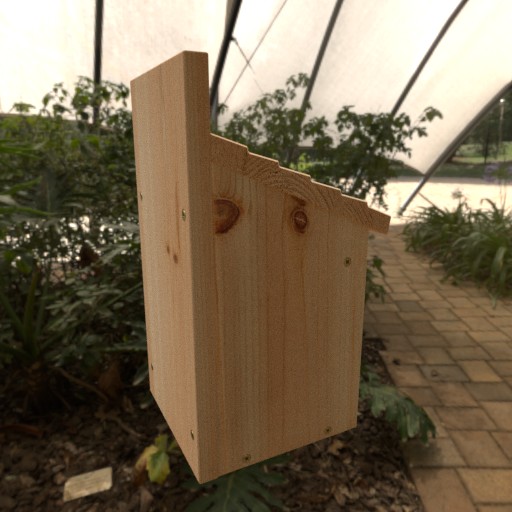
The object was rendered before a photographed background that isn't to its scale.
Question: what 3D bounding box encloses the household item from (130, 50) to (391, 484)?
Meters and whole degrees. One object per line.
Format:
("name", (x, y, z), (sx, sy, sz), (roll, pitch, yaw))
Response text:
("household item", (0.000, 0.000, 0.395), (0.171, 0.300, 0.149), (-7, 16, -26))
